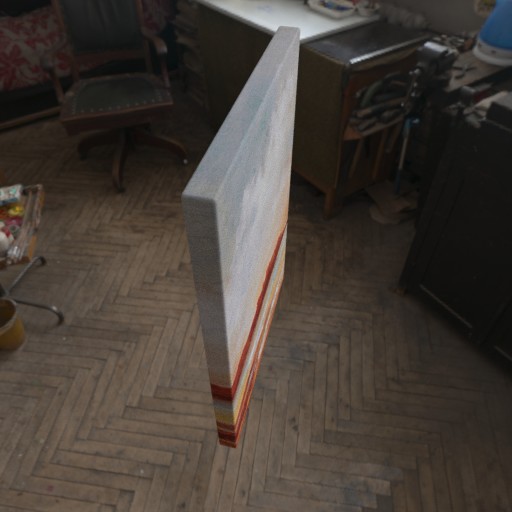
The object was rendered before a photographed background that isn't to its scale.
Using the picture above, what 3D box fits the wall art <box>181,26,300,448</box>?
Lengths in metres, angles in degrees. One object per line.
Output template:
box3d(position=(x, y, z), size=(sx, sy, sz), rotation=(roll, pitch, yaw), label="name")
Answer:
box3d(position=(0.000, 0.000, 0.773), size=(0.035, 0.605, 0.443), rotation=(10, 47, 10), label="wall art")
